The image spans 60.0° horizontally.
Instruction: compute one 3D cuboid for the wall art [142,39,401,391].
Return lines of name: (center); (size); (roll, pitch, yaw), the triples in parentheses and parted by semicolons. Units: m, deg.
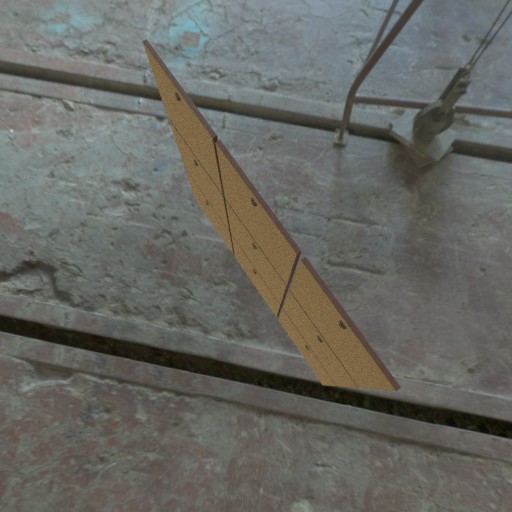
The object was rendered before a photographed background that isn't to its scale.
wall art: (0.000, 0.000, 1.792); (0.024, 1.218, 1.221); (-33, 77, -9)
